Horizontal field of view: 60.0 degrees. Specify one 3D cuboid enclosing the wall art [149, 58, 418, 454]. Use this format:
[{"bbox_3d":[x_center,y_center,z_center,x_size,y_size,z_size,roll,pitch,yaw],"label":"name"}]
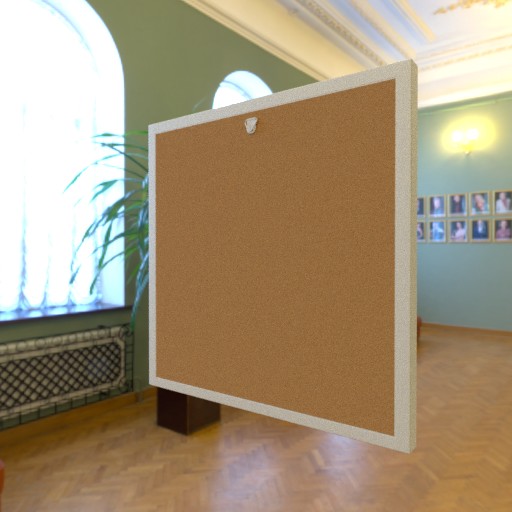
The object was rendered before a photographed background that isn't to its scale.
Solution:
[{"bbox_3d":[0.000,0.000,1.089,0.761,0.762,0.050,0,1,36],"label":"wall art"}]
